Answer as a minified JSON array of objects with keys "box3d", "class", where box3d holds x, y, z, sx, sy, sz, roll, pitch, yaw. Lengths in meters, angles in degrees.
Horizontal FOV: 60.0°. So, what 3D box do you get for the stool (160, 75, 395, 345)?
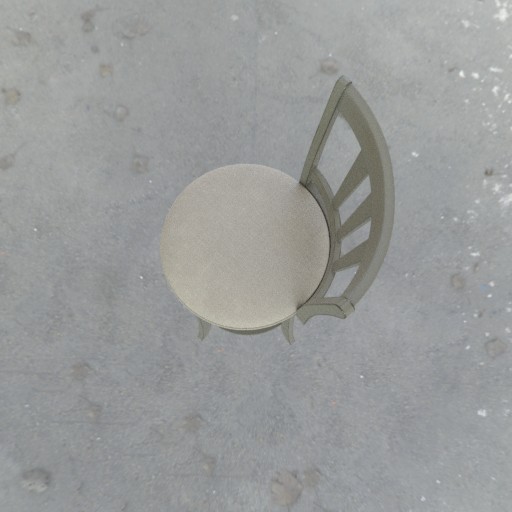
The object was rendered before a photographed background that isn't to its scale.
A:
[{"box3d":[0.000,0.000,1.239,0.486,0.994,0.450,3,75,1],"class":"stool"}]
